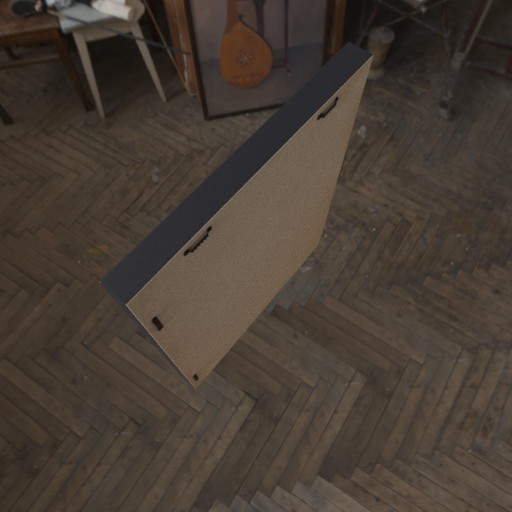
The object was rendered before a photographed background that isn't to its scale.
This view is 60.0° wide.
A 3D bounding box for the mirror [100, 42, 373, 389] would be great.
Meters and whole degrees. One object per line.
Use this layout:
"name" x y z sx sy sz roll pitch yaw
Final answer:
"mirror" 0.000 0.000 0.697 0.041 0.508 0.405 37 70 15
